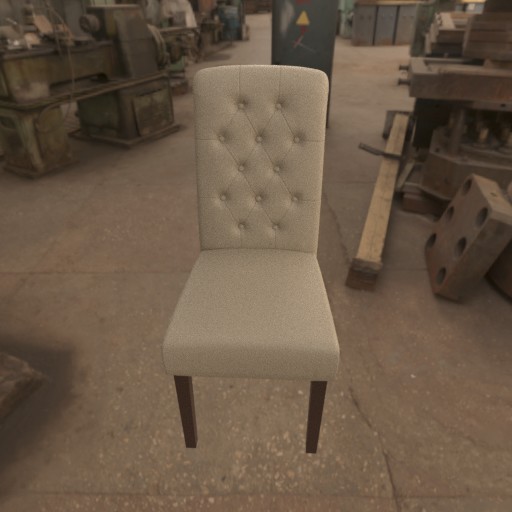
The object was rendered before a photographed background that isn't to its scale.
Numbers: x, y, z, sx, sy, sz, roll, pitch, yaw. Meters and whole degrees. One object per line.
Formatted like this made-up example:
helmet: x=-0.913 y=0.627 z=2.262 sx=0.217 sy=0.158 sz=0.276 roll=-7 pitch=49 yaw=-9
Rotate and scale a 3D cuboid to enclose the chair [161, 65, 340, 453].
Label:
chair: x=0.000 y=0.000 z=1.364 sx=0.456 sy=1.006 sz=0.671 roll=2 pitch=32 yaw=2
